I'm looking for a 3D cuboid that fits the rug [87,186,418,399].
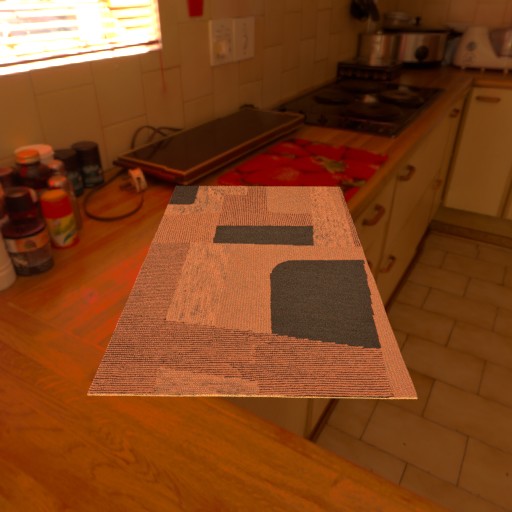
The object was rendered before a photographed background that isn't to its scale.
[{"bbox_3d":[0.000,0.000,3.064,1.521,0.015,2.436,0,32,1],"label":"rug"}]
